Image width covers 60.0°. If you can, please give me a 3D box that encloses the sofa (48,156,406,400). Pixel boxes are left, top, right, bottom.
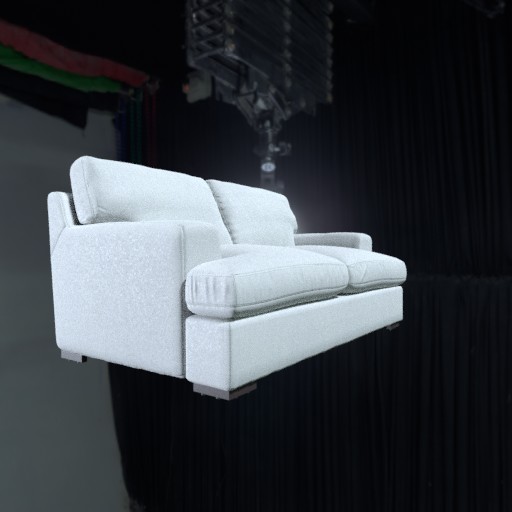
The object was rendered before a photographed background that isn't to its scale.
[{"bbox_3d":[0.000,0.000,2.487,1.143,0.940,1.880,1,1,36],"label":"sofa"}]
